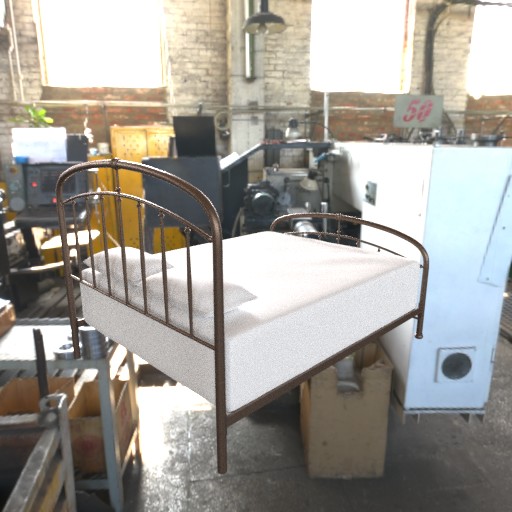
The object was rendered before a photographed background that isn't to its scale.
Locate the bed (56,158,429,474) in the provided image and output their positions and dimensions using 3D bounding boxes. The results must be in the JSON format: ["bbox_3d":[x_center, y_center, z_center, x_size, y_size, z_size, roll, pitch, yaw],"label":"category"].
[{"bbox_3d":[0.000,0.000,3.266,2.168,1.475,1.711,-14,21,-43],"label":"bed"}]
